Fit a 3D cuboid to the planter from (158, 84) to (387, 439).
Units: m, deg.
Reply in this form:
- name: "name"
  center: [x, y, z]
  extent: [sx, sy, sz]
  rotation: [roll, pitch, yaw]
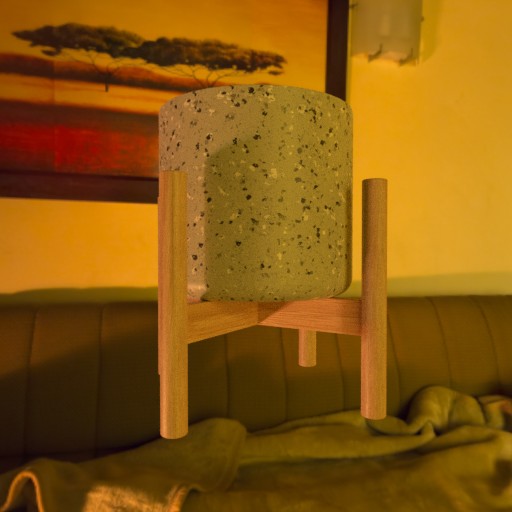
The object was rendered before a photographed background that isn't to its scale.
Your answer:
- name: "planter"
  center: [0.000, 0.000, 0.521]
  extent: [0.284, 0.320, 0.284]
  rotation: [-1, 1, -35]
